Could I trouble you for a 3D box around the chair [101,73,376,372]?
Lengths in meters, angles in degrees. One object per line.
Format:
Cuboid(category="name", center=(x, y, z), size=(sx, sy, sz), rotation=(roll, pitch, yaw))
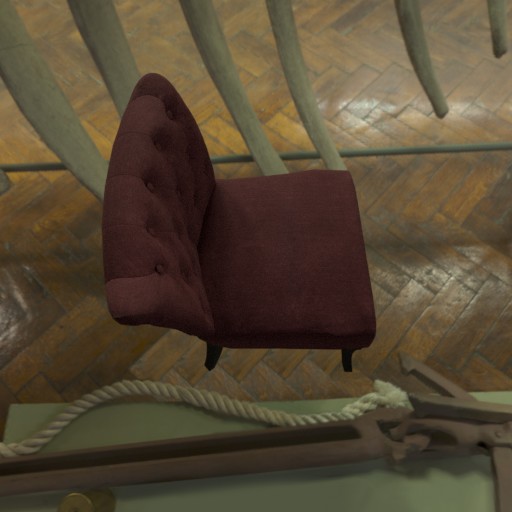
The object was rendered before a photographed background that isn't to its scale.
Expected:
Cuboid(category="chair", center=(0.000, 0.000, 1.192), size=(0.605, 0.750, 0.582), rotation=(-2, 64, -1))
